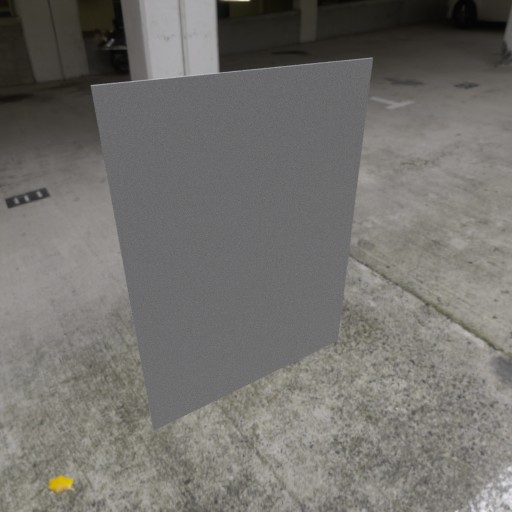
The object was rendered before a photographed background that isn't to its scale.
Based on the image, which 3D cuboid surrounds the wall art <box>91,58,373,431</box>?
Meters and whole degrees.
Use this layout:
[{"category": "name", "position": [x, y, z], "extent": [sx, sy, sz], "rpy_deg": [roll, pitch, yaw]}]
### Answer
[{"category": "wall art", "position": [0.000, 0.000, 0.778], "extent": [0.457, 0.609, 0.003], "rpy_deg": [-18, 35, -28]}]
